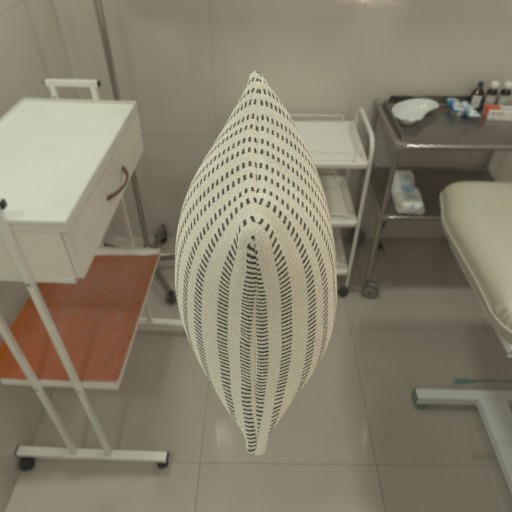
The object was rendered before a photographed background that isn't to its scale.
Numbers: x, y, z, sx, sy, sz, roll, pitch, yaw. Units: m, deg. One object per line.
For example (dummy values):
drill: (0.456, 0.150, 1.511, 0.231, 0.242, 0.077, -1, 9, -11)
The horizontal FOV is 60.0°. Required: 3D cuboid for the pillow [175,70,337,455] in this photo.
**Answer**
pillow: (0.000, 0.000, 0.684, 0.247, 0.419, 0.438, 0, 41, 0)
